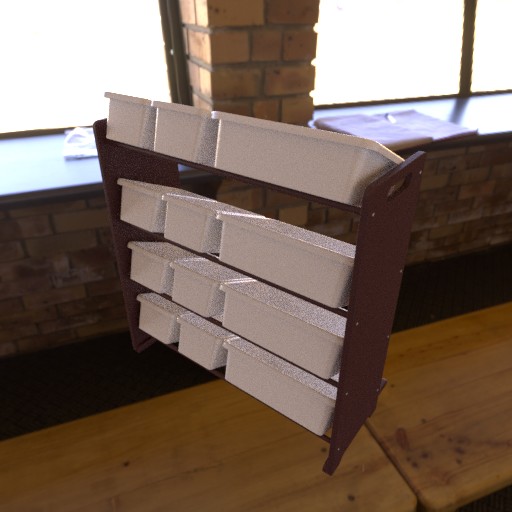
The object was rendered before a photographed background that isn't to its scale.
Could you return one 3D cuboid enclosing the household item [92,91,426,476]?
[{"bbox_3d":[0.000,0.000,1.262,0.787,0.864,0.389,21,37,32],"label":"household item"}]
